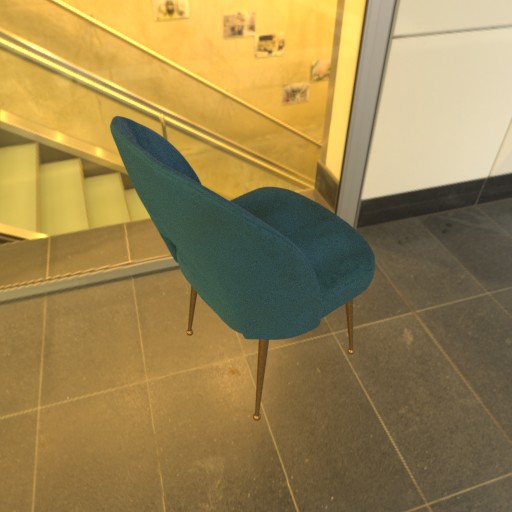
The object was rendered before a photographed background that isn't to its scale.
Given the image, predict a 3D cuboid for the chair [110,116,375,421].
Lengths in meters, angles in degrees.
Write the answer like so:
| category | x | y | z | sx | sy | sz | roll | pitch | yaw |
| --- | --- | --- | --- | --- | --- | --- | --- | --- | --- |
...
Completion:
| category | x | y | z | sx | sy | sz | roll | pitch | yaw |
| --- | --- | --- | --- | --- | --- | --- | --- | --- | --- |
| chair | 0.000 | 0.000 | 1.211 | 0.577 | 0.860 | 0.527 | -26 | 48 | -26 |
